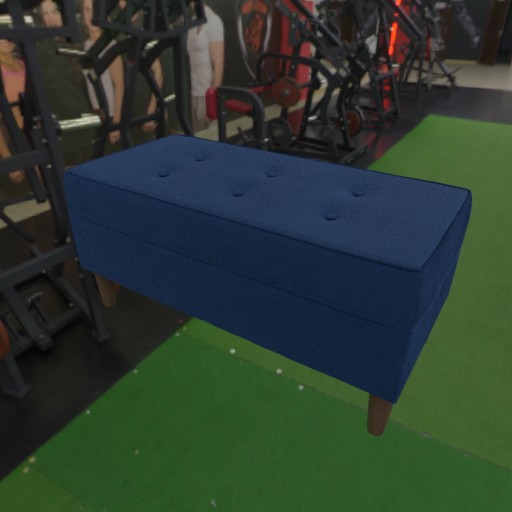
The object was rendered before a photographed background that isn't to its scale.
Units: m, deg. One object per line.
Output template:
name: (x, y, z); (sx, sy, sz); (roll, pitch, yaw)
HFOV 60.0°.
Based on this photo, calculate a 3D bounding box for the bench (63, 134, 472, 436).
bench: (0.000, 0.000, 1.274); (1.010, 0.467, 0.489); (18, 35, 28)
